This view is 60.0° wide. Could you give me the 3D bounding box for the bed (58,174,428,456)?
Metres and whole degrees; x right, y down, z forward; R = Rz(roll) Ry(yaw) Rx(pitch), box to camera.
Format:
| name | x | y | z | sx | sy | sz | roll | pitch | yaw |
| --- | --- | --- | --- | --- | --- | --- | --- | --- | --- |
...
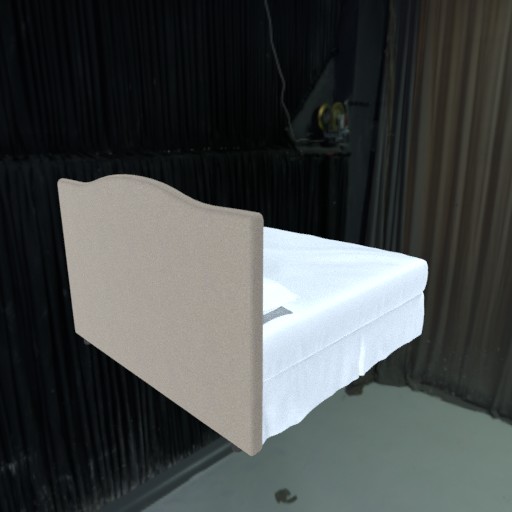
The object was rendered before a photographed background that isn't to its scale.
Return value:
| name | x | y | z | sx | sy | sz | roll | pitch | yaw |
| --- | --- | --- | --- | --- | --- | --- | --- | --- | --- |
| bed | 0.000 | 0.000 | 3.541 | 2.083 | 1.421 | 2.182 | 15 | 22 | 43 |
